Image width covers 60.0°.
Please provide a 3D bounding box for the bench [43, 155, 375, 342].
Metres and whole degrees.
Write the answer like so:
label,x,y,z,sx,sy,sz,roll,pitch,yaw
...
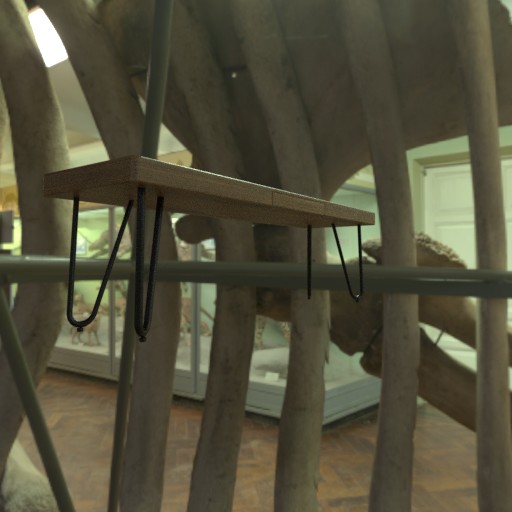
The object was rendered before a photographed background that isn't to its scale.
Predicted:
label,x,y,z,sx,sy,sz,roll,pitch,yaw
bench,0.000,0.000,1.805,0.425,0.462,1.570,-1,-1,36
